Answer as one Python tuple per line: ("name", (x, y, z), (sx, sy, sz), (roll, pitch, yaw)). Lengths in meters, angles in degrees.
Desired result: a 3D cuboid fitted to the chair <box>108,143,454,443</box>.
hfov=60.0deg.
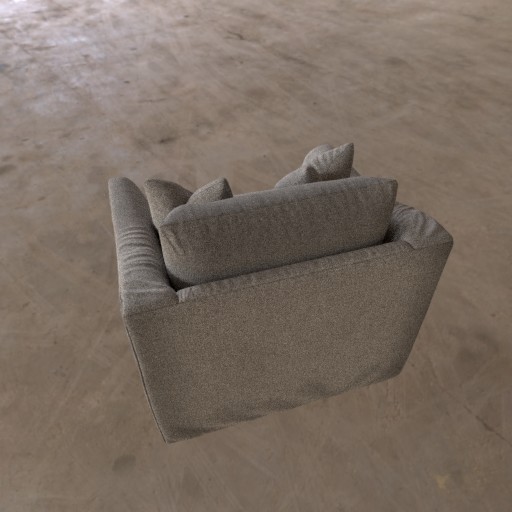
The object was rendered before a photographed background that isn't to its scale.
("chair", (0.000, 0.000, 2.055), (1.194, 1.059, 1.071), (-12, 44, -13))
